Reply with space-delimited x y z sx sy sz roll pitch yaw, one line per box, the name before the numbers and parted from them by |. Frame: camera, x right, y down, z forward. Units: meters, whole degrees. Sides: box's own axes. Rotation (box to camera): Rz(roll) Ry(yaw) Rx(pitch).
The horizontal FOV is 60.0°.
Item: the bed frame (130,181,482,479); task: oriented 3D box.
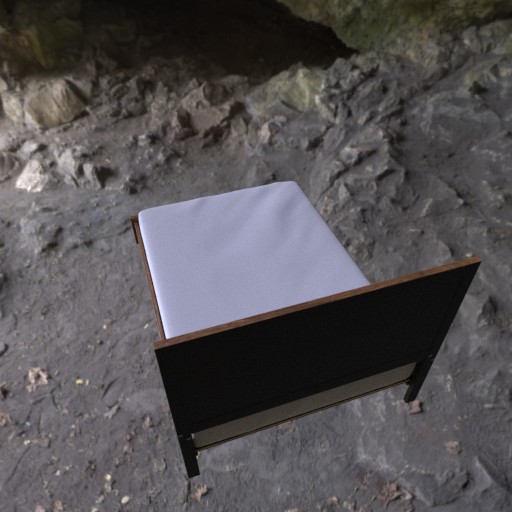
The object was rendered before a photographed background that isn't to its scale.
bed frame | 0.000 0.000 3.360 1.696 1.417 2.276 -13 45 -14
